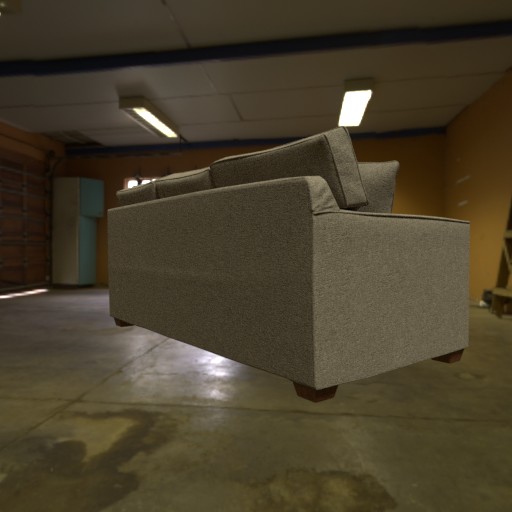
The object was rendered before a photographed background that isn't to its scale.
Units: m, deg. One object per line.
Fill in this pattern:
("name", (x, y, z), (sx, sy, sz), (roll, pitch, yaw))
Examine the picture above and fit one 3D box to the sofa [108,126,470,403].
("sofa", (0.000, 0.000, 2.498), (1.034, 0.946, 1.963), (-1, 1, -37))
